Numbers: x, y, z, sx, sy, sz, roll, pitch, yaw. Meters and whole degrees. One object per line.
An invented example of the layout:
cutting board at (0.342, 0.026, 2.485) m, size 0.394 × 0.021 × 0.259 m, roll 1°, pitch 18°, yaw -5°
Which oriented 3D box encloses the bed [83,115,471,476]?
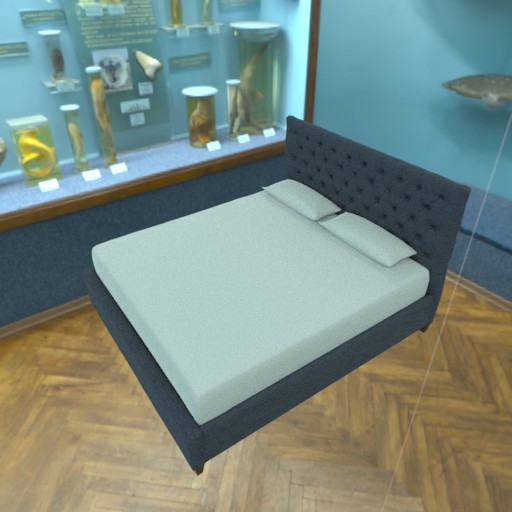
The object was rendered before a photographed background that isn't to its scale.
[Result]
bed at (0.000, 0.000, 3.686) m, size 2.387 × 1.427 × 2.078 m, roll -22°, pitch 40°, yaw -28°
